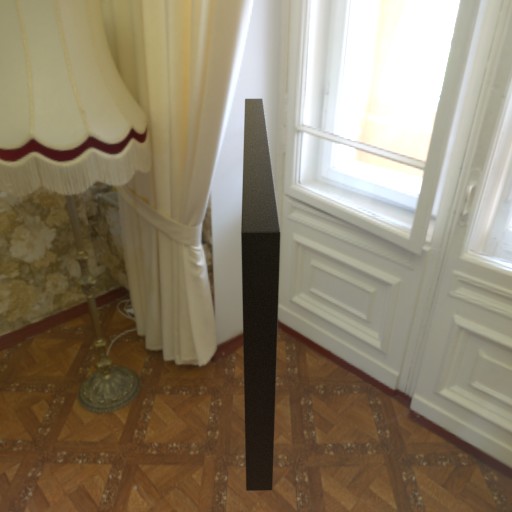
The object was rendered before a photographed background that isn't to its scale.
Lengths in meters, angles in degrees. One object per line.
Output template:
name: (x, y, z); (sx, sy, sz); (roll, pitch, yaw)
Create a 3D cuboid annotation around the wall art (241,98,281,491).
wall art: (0.000, 0.000, 1.212); (0.058, 0.640, 0.939); (0, 31, -1)
